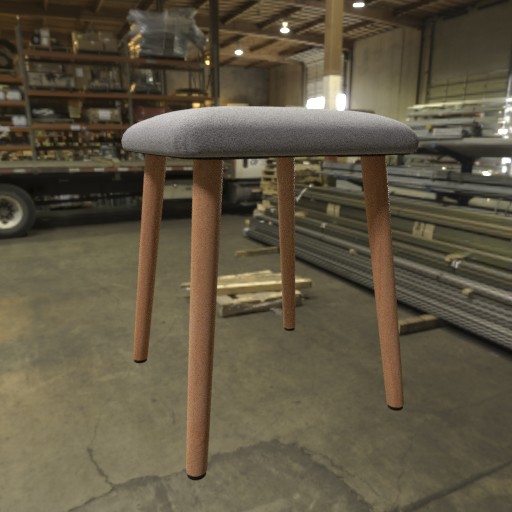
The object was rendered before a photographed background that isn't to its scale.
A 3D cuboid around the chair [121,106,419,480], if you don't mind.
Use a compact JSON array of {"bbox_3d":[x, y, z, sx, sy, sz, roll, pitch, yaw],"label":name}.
[{"bbox_3d":[0.000,0.000,0.699,0.350,0.440,0.350,-7,17,-25],"label":"chair"}]
